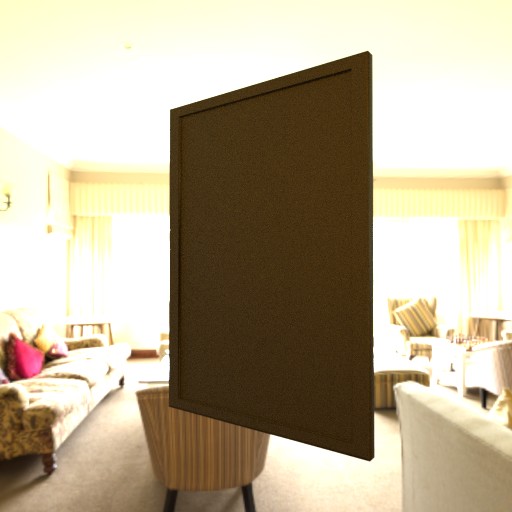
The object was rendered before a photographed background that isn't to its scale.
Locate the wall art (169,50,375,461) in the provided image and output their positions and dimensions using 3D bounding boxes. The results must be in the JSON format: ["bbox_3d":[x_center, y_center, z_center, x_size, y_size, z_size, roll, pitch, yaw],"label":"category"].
[{"bbox_3d":[0.000,0.000,0.559,0.303,0.431,0.013,-1,-1,36],"label":"wall art"}]
